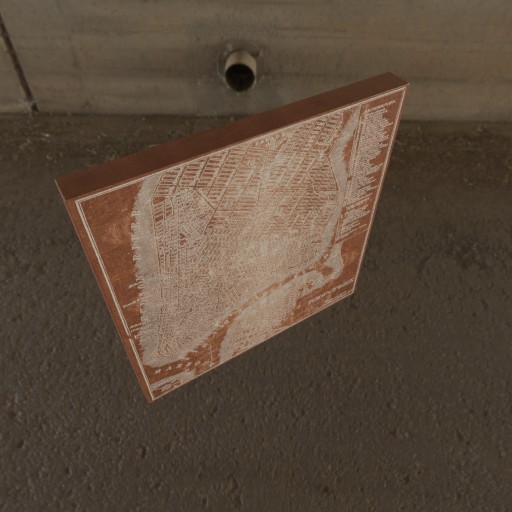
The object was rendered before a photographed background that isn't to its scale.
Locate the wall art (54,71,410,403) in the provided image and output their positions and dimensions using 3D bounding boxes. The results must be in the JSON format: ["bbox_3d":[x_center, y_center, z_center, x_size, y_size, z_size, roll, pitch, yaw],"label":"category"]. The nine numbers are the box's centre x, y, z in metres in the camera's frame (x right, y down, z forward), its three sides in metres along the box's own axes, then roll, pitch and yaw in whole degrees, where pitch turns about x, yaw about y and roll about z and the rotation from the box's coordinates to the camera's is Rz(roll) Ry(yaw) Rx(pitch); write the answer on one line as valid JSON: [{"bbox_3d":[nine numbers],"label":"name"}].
[{"bbox_3d":[0.000,0.000,0.607,0.403,0.403,0.035,-24,52,-21],"label":"wall art"}]
